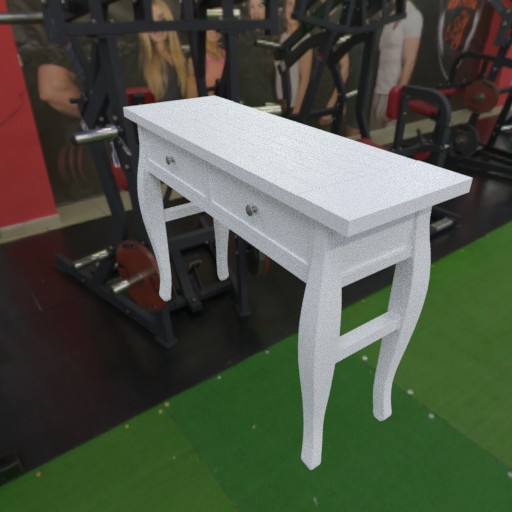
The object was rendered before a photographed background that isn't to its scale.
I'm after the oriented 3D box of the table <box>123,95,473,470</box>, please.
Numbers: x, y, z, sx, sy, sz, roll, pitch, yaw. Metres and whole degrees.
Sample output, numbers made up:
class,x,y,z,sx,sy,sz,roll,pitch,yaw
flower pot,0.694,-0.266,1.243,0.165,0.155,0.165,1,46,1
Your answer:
class,x,y,z,sx,sy,sz,roll,pitch,yaw
table,0.000,0.000,1.399,0.373,0.768,1.062,-19,36,-29
